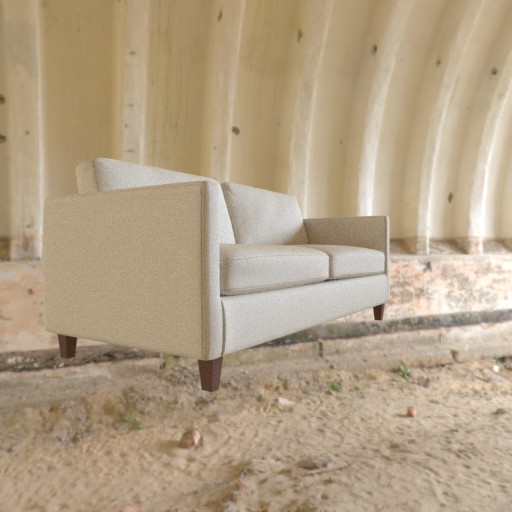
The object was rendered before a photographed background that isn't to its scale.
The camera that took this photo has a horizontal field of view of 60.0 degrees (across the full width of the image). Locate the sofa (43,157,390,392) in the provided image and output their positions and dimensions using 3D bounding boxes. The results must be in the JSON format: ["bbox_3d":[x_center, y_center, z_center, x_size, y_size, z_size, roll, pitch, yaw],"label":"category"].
[{"bbox_3d":[0.000,0.000,2.484,0.965,0.889,1.981,1,1,34],"label":"sofa"}]
